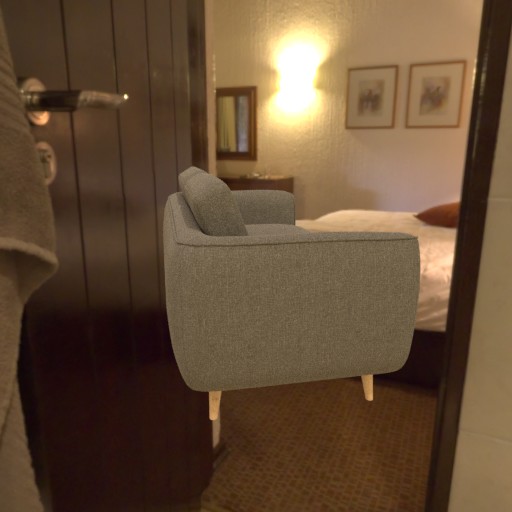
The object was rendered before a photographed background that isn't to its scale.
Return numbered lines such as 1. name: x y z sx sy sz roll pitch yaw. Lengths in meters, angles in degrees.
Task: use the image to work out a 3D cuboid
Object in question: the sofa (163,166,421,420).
1. sofa: 0.000 0.000 2.266 0.920 0.870 1.700 -3 14 -12
